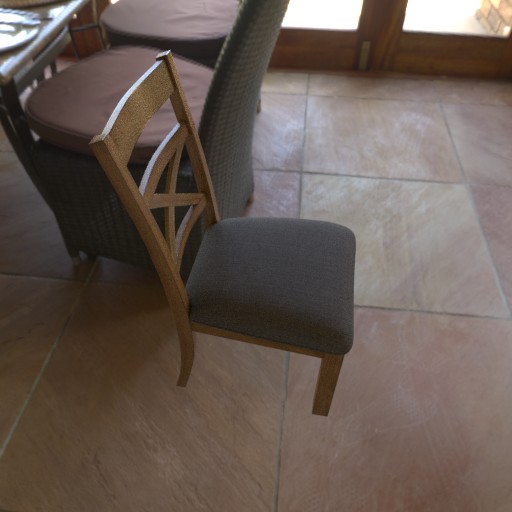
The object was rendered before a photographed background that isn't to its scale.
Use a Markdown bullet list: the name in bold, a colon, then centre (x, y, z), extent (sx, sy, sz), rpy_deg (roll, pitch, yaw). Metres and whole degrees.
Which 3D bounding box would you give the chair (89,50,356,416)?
- **chair**: centre (0.000, 0.000, 1.260), extent (0.581, 0.949, 0.470), rpy_deg (7, 47, 7)
